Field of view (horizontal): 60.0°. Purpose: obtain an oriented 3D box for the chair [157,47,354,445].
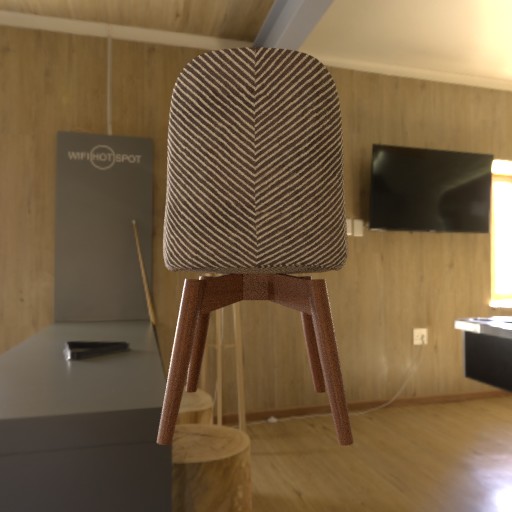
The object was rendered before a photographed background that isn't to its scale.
[{"bbox_3d":[0.000,0.000,1.228,0.504,0.883,0.591,0,-1,0],"label":"chair"}]
